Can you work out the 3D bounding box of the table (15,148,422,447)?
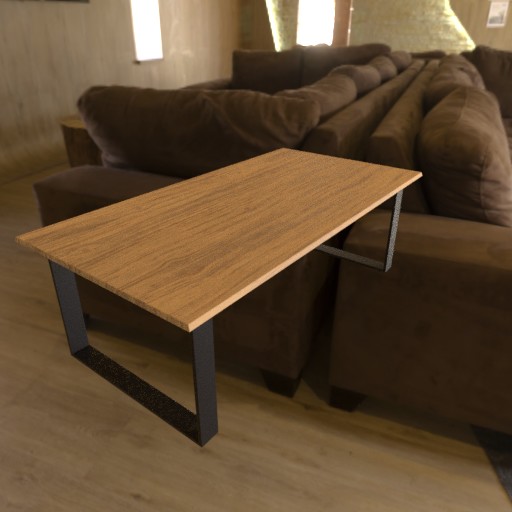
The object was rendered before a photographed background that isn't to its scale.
[{"bbox_3d":[0.000,0.000,1.627,0.693,0.445,1.331,19,33,33],"label":"table"}]
